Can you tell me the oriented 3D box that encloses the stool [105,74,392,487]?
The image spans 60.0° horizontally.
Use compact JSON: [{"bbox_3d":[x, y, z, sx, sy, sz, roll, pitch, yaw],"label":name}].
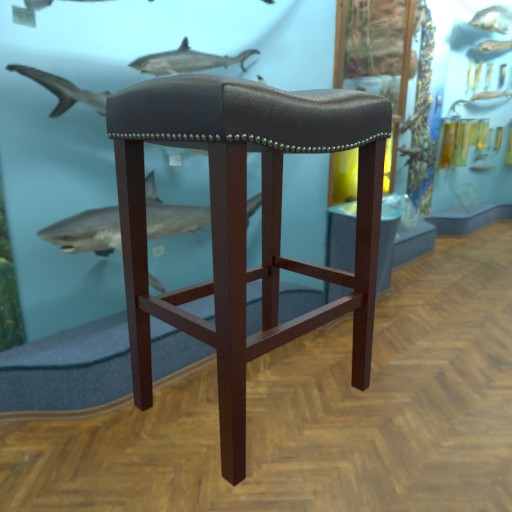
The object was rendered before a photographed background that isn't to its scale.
[{"bbox_3d":[0.000,0.000,1.021,0.504,0.742,0.372,-15,22,-43],"label":"stool"}]
